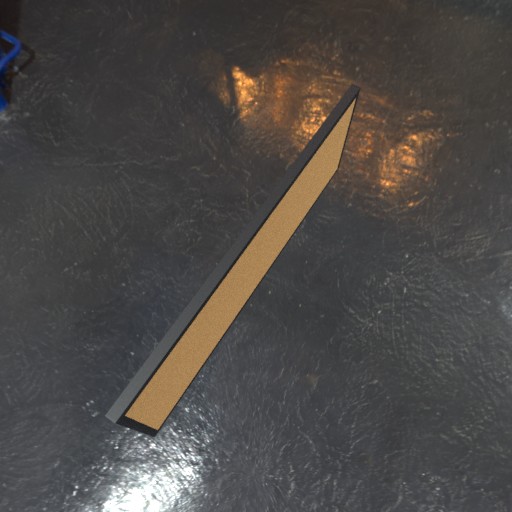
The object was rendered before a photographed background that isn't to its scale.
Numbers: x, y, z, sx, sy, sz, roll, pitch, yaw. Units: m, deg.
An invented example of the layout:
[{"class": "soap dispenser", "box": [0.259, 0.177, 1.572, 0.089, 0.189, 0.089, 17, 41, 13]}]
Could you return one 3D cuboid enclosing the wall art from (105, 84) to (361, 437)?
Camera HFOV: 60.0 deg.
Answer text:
[{"class": "wall art", "box": [0.000, 0.000, 1.822, 0.041, 0.554, 1.572, 30, 68, 14]}]
